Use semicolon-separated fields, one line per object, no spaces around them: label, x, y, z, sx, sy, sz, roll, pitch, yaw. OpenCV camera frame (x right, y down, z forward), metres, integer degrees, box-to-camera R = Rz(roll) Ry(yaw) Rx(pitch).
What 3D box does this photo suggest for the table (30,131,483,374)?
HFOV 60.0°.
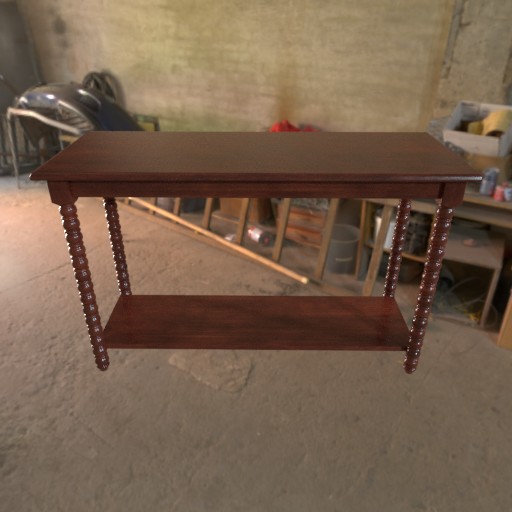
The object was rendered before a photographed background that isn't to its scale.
table;0.000;0.000;1.525;1.184;0.740;0.459;0;30;1
